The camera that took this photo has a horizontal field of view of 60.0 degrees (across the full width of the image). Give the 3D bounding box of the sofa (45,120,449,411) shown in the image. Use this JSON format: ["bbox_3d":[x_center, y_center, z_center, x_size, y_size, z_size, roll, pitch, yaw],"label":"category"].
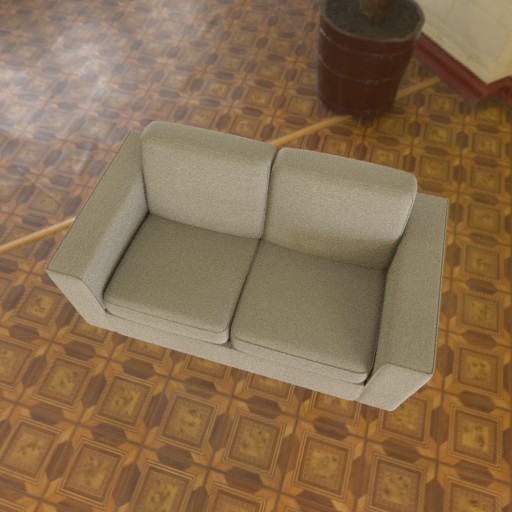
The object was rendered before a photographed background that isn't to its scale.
[{"bbox_3d":[0.000,0.000,2.375,1.812,0.924,1.007,14,60,8],"label":"sofa"}]
